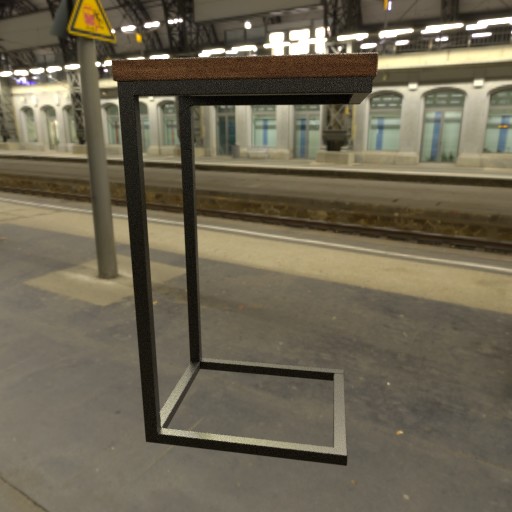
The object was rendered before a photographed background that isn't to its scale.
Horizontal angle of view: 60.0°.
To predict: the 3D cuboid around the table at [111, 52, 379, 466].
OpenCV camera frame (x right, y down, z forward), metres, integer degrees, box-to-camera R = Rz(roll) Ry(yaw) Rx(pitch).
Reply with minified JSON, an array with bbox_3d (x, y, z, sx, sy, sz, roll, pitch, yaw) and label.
[{"bbox_3d":[0.000,0.000,0.920,0.414,0.718,0.323,3,16,9],"label":"table"}]
